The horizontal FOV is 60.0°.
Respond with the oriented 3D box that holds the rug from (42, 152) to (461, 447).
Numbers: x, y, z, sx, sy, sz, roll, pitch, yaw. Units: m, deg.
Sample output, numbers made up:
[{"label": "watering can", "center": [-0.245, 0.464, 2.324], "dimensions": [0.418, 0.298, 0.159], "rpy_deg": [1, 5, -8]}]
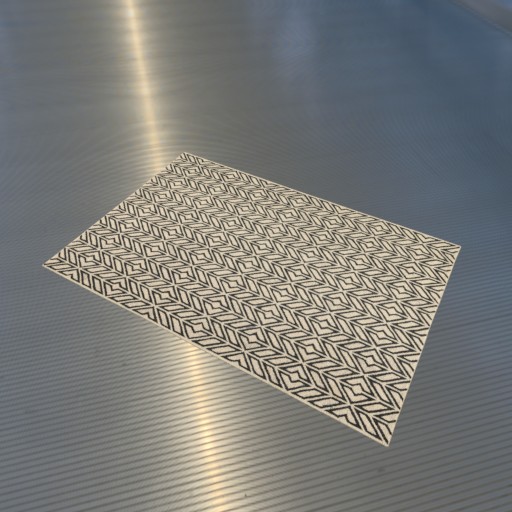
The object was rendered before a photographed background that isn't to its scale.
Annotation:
[{"label": "rug", "center": [0.000, 0.000, 2.320], "dimensions": [1.828, 0.007, 1.220], "rpy_deg": [22, 50, 21]}]
